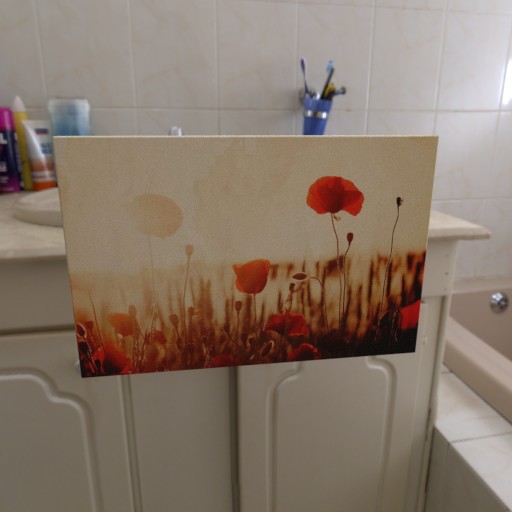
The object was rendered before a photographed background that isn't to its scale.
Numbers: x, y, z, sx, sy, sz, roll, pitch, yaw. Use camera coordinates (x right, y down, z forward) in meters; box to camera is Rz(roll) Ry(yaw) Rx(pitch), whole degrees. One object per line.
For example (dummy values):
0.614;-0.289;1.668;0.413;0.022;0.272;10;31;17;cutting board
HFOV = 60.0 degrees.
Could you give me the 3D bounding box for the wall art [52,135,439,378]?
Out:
0.000;0.000;0.768;0.613;0.402;0.040;-2;16;-8;wall art
